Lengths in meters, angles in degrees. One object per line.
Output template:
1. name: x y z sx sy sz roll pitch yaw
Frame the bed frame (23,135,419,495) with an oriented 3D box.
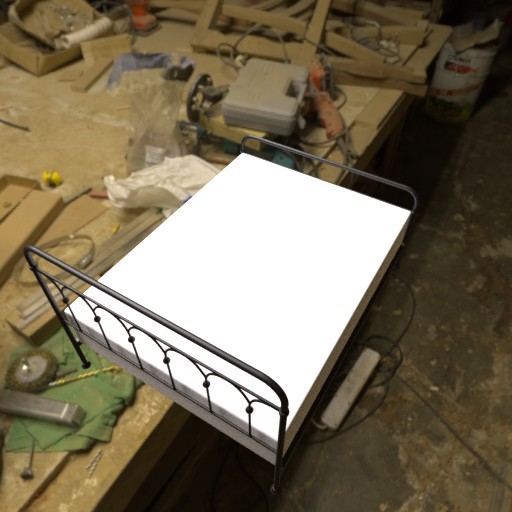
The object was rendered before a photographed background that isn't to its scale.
1. bed frame: 0.000 0.000 3.115 1.664 1.276 2.203 24 51 21
